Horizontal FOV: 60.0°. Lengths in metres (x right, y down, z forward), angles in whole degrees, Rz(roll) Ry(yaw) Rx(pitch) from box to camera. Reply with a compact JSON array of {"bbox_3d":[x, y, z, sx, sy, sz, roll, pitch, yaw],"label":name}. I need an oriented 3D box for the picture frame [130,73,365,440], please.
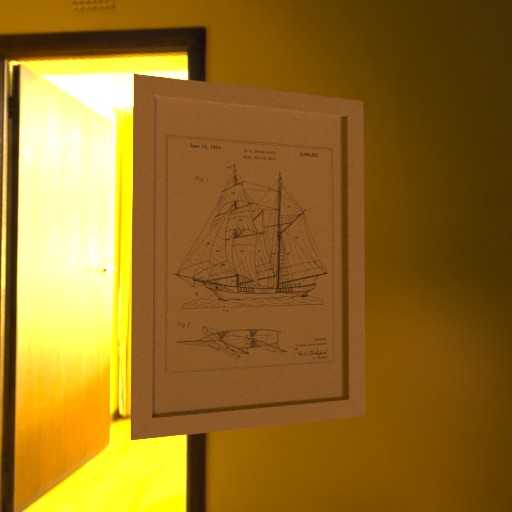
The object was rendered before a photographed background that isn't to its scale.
[{"bbox_3d":[0.000,0.000,0.605,0.326,0.459,0.011,0,-2,-17],"label":"picture frame"}]
